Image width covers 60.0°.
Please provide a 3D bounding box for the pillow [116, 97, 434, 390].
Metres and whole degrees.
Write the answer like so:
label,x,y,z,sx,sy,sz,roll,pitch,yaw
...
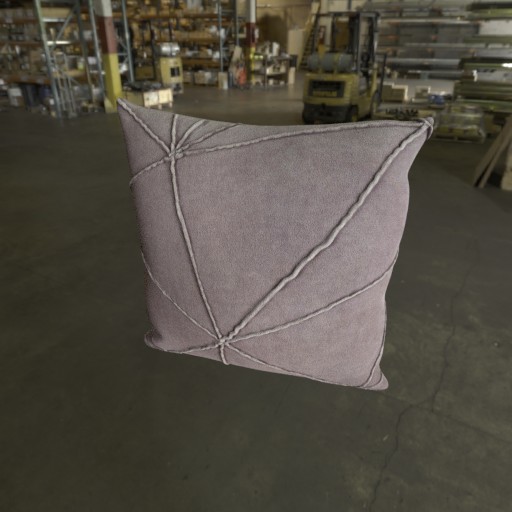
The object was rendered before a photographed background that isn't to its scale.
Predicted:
label,x,y,z,sx,sy,sz,roll,pitch,yaw
pillow,0.000,0.000,0.671,0.439,0.440,0.185,8,28,15
